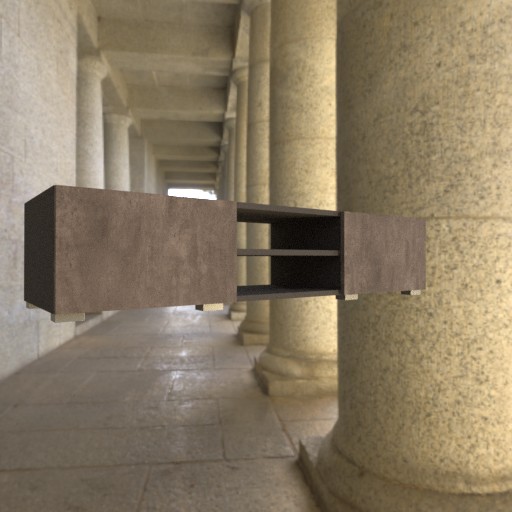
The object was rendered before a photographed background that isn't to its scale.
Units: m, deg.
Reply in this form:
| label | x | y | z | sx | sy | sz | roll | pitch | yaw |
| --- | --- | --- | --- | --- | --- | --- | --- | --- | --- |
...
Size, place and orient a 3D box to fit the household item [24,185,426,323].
| label | x | y | z | sx | sy | sz | roll | pitch | yaw |
| --- | --- | --- | --- | --- | --- | --- | --- | --- | --- |
| household item | 0.000 | 0.000 | 1.559 | 1.400 | 0.310 | 0.420 | 0 | -1 | -36 |
